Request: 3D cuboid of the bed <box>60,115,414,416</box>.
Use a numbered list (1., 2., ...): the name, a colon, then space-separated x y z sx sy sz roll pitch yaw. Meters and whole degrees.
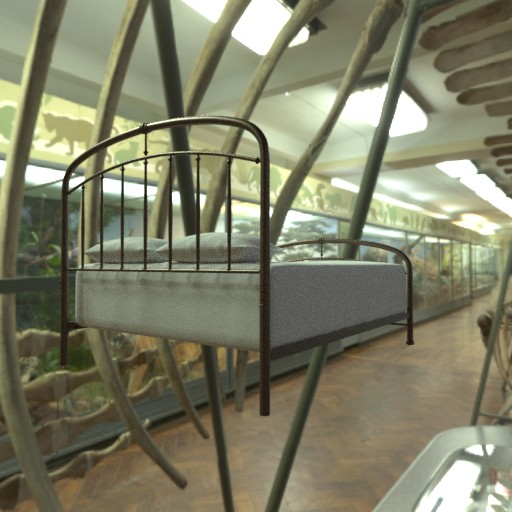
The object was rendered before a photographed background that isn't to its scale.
1. bed: 0.000 0.000 3.344 1.711 1.475 2.168 -1 -1 36
